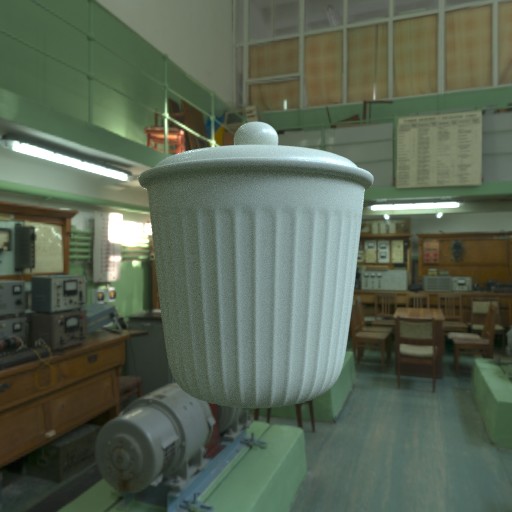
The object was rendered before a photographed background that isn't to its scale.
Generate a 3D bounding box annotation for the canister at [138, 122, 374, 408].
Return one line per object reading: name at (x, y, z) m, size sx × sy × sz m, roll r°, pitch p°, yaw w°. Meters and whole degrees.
canister at (0.000, 0.000, 0.353) m, size 0.181 × 0.211 × 0.181 m, roll 0°, pitch 0°, yaw 0°
